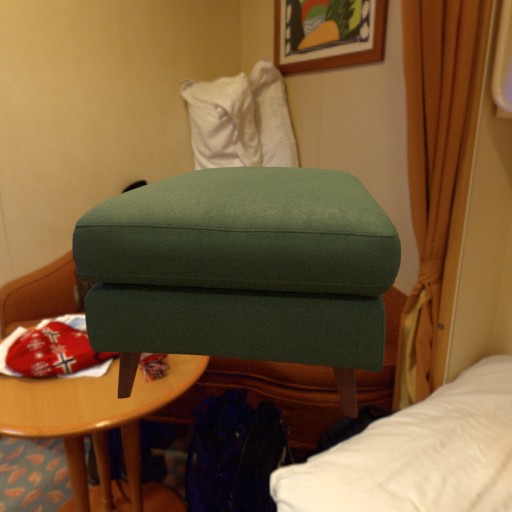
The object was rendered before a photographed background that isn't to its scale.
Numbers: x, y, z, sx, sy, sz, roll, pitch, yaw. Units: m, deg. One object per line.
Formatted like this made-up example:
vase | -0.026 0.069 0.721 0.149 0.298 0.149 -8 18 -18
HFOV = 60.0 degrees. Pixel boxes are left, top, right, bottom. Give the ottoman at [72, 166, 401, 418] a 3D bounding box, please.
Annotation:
ottoman | 0.000 0.000 1.181 0.608 0.449 0.811 2 16 7
